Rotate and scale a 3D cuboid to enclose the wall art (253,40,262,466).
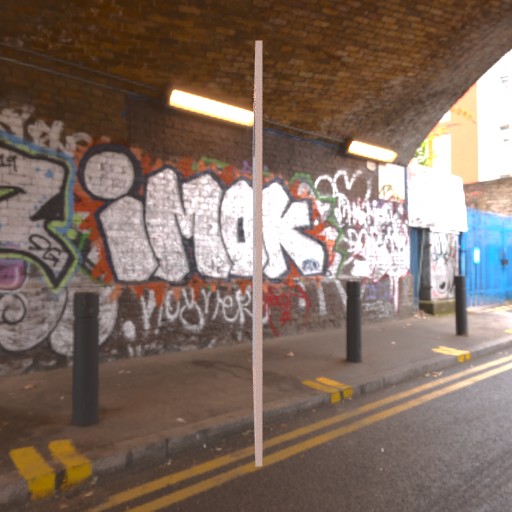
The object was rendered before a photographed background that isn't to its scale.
[{"bbox_3d":[0.000,0.000,1.251,0.013,0.813,0.812,0,-1,-1],"label":"wall art"}]
